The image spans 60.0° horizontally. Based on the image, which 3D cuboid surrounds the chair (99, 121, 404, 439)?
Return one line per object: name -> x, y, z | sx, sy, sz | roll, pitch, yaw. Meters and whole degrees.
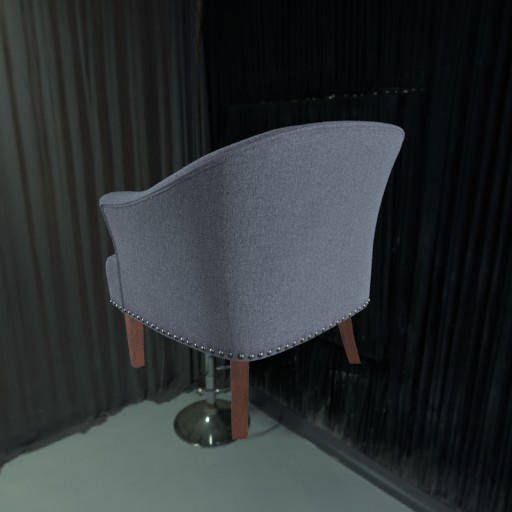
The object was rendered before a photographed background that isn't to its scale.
chair -> 0.000, 0.000, 1.413 | 0.798, 0.815, 0.704 | -15, 22, -43
